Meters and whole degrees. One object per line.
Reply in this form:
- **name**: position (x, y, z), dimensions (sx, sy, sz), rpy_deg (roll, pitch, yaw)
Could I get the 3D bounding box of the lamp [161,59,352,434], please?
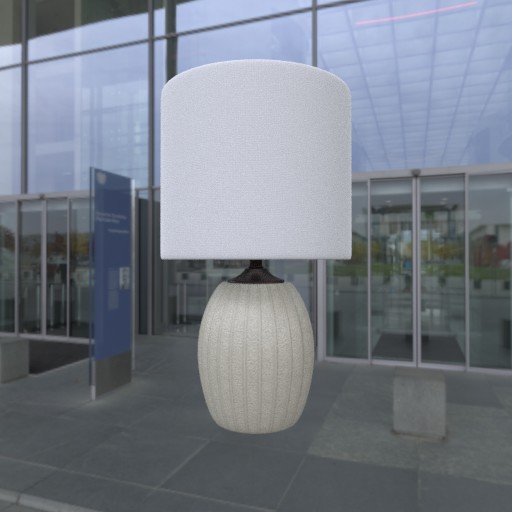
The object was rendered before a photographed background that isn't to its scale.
- **lamp**: position (0.000, 0.000, 0.780), dimensions (0.329, 0.570, 0.329), rpy_deg (0, -1, 35)
